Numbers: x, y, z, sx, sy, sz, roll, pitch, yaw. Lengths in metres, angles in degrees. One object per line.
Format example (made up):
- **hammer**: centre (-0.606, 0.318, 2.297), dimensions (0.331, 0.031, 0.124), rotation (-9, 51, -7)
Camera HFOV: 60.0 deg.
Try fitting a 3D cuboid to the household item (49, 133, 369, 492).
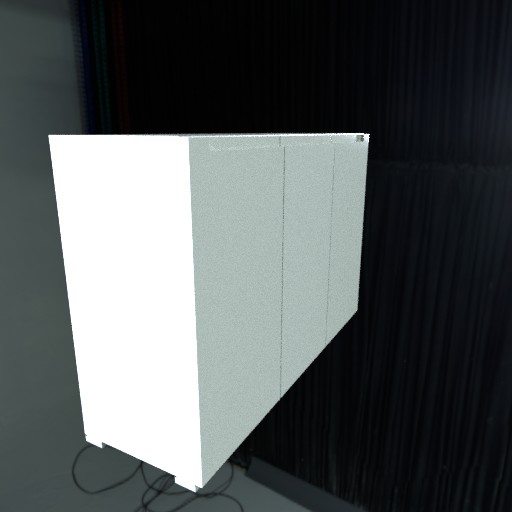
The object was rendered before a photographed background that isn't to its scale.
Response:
- **household item**: centre (0.000, 0.000, 1.635), dimensions (0.420, 0.867, 1.300), rotation (9, 18, 28)
